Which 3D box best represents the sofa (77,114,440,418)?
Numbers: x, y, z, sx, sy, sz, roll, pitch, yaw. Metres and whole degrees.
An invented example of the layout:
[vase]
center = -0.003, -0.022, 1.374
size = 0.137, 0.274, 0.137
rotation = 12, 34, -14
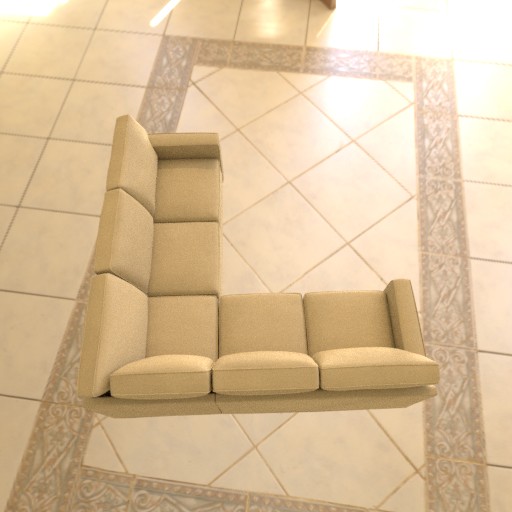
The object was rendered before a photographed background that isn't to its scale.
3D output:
[sofa]
center = 0.000, 0.000, 3.371
size = 2.182, 0.939, 2.189
rotation = -2, 64, -1
